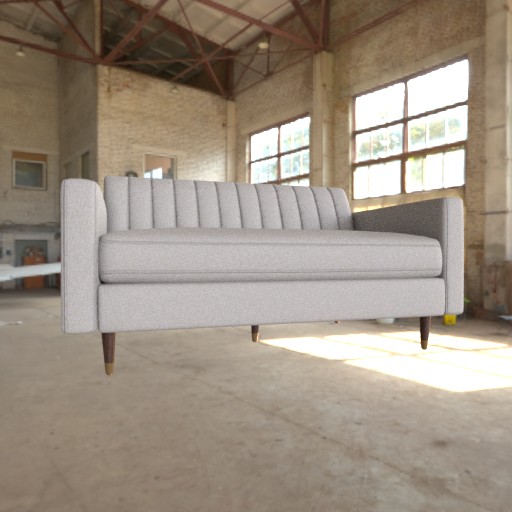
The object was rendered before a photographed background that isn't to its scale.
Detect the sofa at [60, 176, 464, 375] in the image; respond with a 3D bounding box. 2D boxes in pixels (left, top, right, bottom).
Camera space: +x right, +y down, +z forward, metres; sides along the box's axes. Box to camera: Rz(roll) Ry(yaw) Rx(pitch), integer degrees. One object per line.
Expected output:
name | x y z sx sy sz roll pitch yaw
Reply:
sofa | 0.000 0.000 2.063 1.585 0.801 0.950 0 0 -18
